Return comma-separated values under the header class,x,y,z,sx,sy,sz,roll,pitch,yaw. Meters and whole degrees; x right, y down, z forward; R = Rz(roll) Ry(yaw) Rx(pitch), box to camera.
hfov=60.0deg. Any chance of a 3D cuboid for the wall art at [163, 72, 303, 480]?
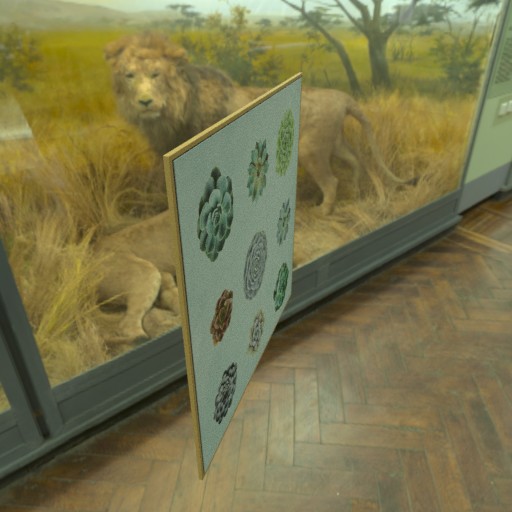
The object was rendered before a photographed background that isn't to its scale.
class,x,y,z,sx,sy,sz,roll,pitch,yaw
wall art,0.000,0.000,1.418,0.013,0.959,0.962,10,33,16
